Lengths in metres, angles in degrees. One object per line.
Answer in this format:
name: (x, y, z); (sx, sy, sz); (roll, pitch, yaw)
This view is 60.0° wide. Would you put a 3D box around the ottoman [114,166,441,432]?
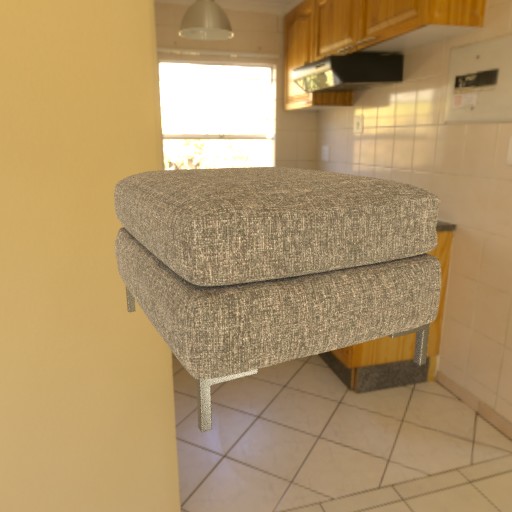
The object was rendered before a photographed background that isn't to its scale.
ottoman: (0.000, 0.000, 1.274); (0.683, 0.480, 0.828); (-7, 17, -26)
